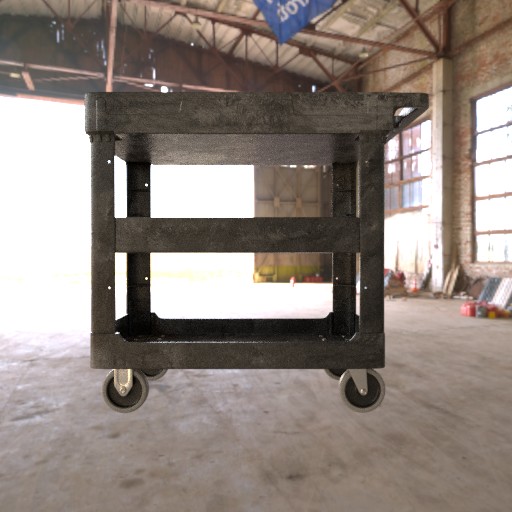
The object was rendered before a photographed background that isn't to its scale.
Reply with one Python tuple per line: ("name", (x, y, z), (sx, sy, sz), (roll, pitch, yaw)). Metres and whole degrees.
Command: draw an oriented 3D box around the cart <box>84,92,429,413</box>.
("cart", (0.000, 0.000, 1.319), (0.877, 0.824, 0.420), (0, 1, 0))
